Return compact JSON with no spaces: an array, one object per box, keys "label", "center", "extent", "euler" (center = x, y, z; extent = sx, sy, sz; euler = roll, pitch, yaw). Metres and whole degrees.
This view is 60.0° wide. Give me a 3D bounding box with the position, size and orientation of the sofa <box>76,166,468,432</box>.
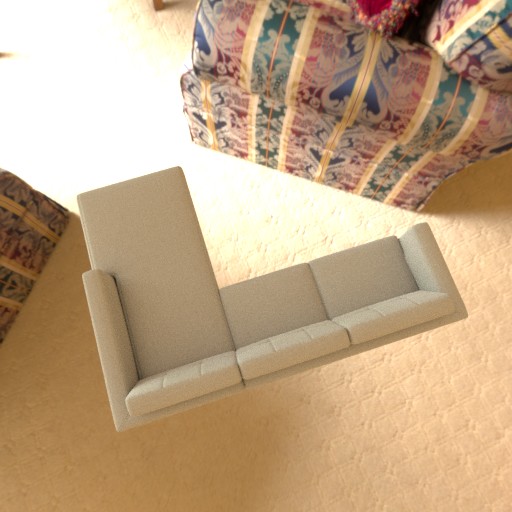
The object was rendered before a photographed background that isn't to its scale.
[{"label":"sofa","center":[0.000,0.000,2.840],"extent":[2.040,0.860,1.530],"euler":[-17,76,-4]}]
